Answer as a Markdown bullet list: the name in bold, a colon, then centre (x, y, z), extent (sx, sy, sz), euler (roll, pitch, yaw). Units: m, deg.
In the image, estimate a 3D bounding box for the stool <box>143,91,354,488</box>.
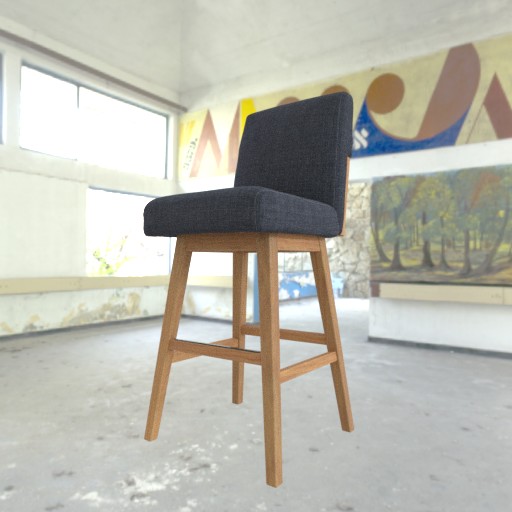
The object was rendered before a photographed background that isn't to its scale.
- **stool**: centre (0.000, 0.000, 1.399), extent (0.483, 1.112, 0.570), euler (0, 0, 36)
